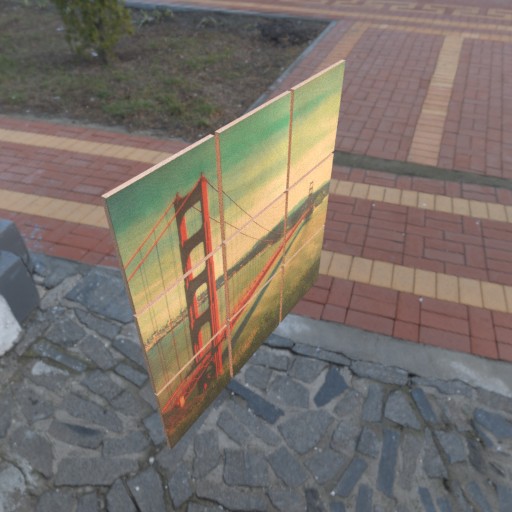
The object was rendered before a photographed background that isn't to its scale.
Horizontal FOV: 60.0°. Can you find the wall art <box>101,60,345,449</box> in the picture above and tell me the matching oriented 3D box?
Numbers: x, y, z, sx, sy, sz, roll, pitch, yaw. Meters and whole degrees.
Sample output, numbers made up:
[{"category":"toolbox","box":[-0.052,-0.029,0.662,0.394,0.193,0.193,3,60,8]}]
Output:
[{"category":"wall art","box":[0.000,0.000,1.784,0.016,1.207,1.217,25,46,26]}]
